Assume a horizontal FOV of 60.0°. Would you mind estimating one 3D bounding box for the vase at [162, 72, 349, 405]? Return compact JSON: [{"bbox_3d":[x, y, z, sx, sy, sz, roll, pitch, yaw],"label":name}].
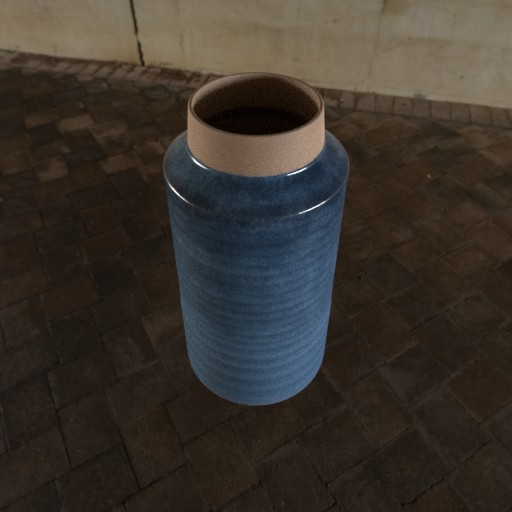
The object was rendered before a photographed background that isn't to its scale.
[{"bbox_3d":[0.000,0.000,0.427,0.163,0.316,0.163,0,46,0],"label":"vase"}]
